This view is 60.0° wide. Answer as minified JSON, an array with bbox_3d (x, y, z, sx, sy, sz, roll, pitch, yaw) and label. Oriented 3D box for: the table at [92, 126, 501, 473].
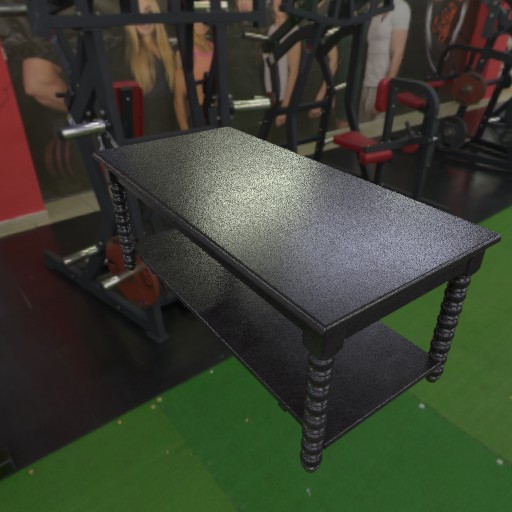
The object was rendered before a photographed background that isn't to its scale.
[{"bbox_3d":[0.000,0.000,1.416,0.580,0.487,1.171,-21,37,-30],"label":"table"}]
